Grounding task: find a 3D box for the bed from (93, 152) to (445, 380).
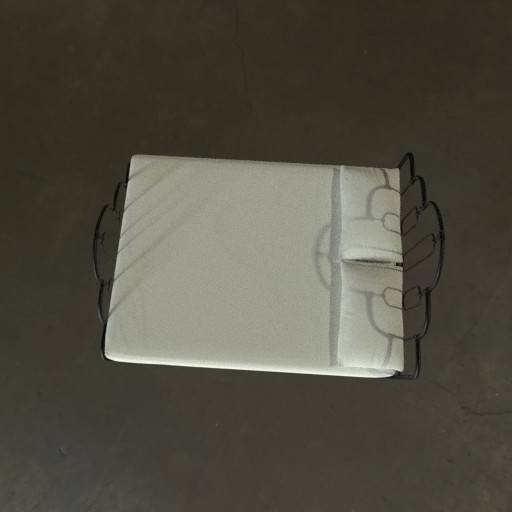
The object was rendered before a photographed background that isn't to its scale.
[{"bbox_3d":[0.000,0.000,3.250,2.181,1.444,1.626,3,75,1],"label":"bed"}]
